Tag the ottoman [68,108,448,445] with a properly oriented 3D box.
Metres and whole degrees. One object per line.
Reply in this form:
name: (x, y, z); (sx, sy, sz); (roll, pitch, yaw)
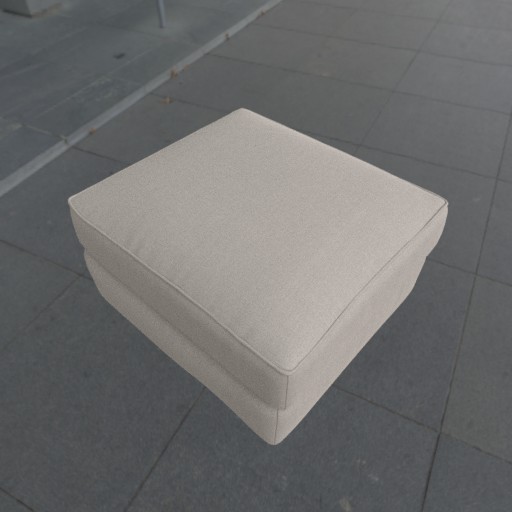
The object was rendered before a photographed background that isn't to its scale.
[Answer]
ottoman: (0.000, 0.000, 1.187); (0.716, 0.505, 0.662); (33, 55, 28)
